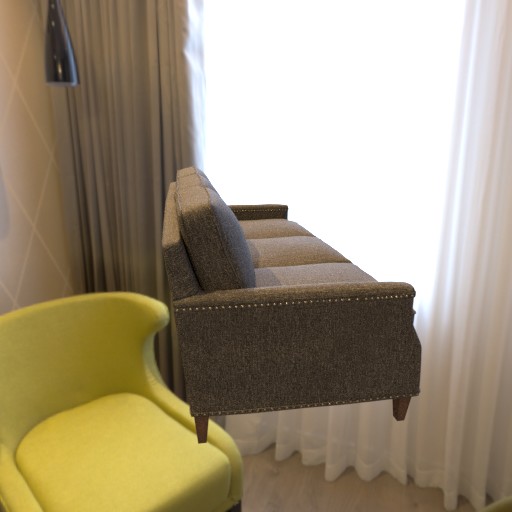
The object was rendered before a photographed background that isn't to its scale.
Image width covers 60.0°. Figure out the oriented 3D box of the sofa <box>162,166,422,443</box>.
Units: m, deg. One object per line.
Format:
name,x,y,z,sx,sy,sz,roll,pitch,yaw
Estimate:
sofa,0.000,0.000,2.794,1.084,1.003,2.246,-3,16,-9
